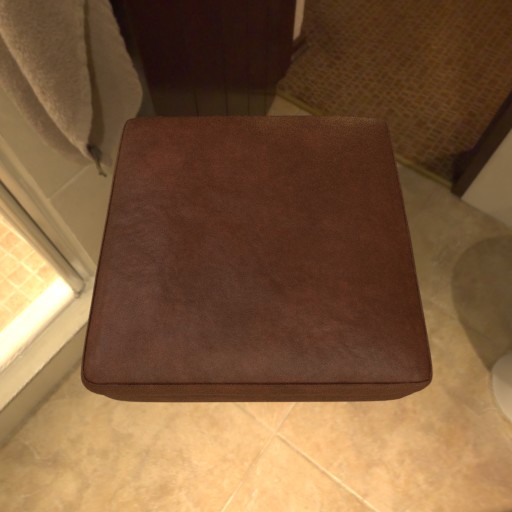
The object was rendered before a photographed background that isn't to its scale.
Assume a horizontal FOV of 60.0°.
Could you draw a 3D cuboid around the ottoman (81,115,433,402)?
[{"bbox_3d":[0.000,0.000,1.324,0.844,0.415,0.836,0,63,0],"label":"ottoman"}]
